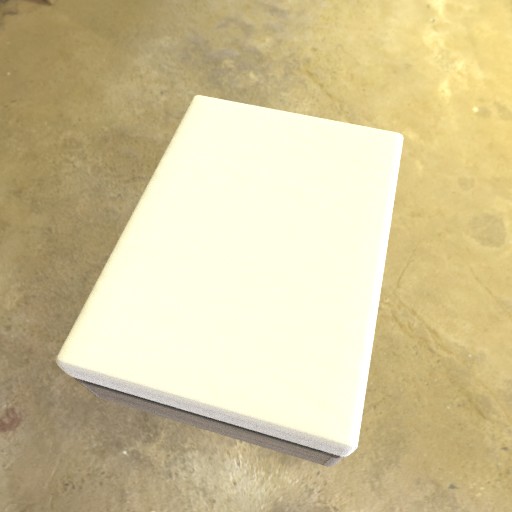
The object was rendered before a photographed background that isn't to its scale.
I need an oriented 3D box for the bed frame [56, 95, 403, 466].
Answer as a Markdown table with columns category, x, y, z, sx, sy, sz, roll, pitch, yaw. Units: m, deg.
| category | x | y | z | sx | sy | sz | roll | pitch | yaw |
| --- | --- | --- | --- | --- | --- | --- | --- | --- | --- |
| bed frame | 0.000 | 0.000 | 2.586 | 1.400 | 0.561 | 1.900 | 13 | 60 | 8 |
